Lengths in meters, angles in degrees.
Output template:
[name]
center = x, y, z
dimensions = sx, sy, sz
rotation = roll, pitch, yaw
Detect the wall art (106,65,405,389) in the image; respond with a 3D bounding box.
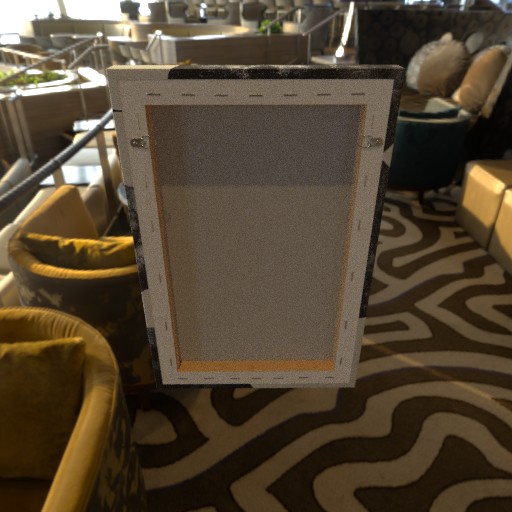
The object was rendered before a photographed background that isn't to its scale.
[wall art]
center = 0.000, 0.000, 0.771
dimensions = 0.407, 0.610, 0.039
rotation = 0, 31, -1
